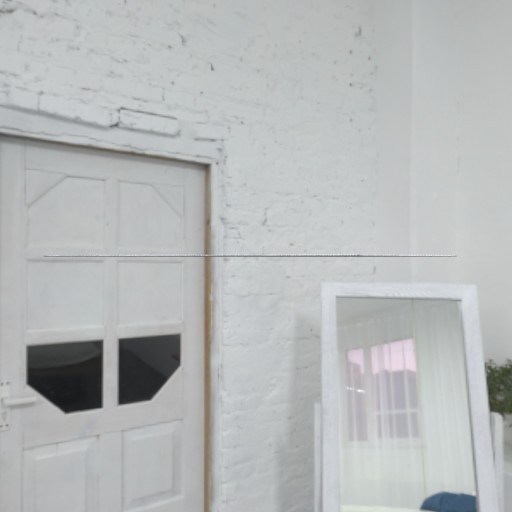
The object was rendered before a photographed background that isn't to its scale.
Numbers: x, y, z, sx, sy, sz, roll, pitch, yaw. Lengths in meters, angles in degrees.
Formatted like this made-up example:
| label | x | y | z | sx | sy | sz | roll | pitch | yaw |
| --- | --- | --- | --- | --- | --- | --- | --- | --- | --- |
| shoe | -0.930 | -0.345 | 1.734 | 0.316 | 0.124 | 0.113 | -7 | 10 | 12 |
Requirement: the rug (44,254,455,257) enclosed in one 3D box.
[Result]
| label | x | y | z | sx | sy | sz | roll | pitch | yaw |
| --- | --- | --- | --- | --- | --- | --- | --- | --- | --- |
| rug | 0.000 | 0.000 | 4.146 | 3.048 | 0.012 | 2.438 | 0 | 0 | 36 |
